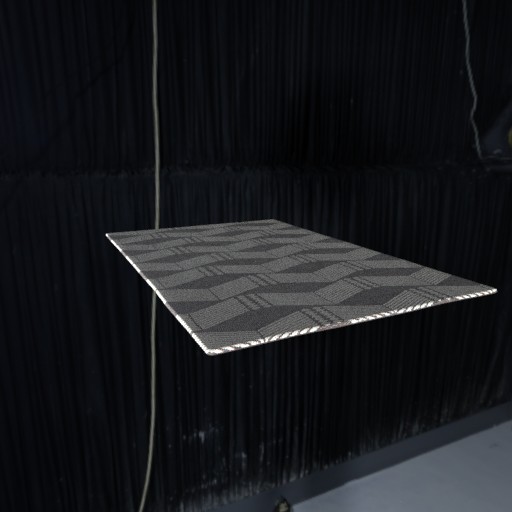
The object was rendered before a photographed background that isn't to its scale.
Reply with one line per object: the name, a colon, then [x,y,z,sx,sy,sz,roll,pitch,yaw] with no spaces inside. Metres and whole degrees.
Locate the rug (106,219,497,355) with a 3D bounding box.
rug: [0.000,0.000,2.267,1.210,0.016,1.833,-7,16,-26]
